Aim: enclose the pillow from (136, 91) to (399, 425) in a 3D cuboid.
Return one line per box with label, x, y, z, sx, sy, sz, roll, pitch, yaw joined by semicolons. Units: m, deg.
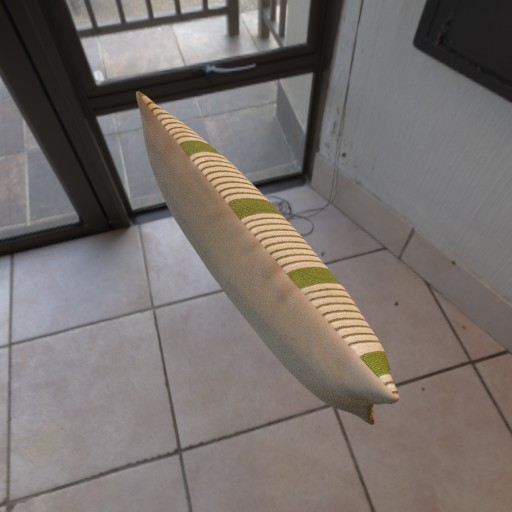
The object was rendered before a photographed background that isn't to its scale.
pillow;0.000;0.000;0.726;0.156;0.292;0.608;-30;63;-18
